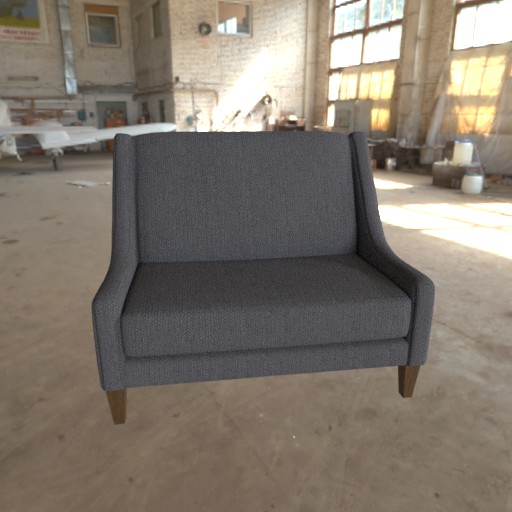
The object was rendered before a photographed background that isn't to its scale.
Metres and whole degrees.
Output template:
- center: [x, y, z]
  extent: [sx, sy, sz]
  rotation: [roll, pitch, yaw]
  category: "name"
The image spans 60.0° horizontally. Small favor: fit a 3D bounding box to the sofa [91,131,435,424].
- center: [0.000, 0.000, 1.922]
  extent: [1.242, 1.022, 0.873]
  rotation: [-2, 18, -8]
  category: "sofa"
